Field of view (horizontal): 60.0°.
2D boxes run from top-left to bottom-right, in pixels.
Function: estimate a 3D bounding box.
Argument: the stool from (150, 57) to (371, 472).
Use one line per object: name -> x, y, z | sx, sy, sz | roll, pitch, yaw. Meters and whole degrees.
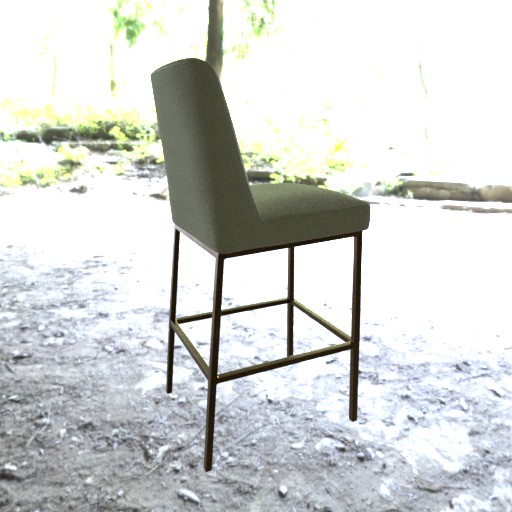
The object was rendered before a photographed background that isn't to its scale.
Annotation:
stool -> 0.000, 0.000, 1.386 | 0.546, 1.084, 0.462 | -8, 18, -24
